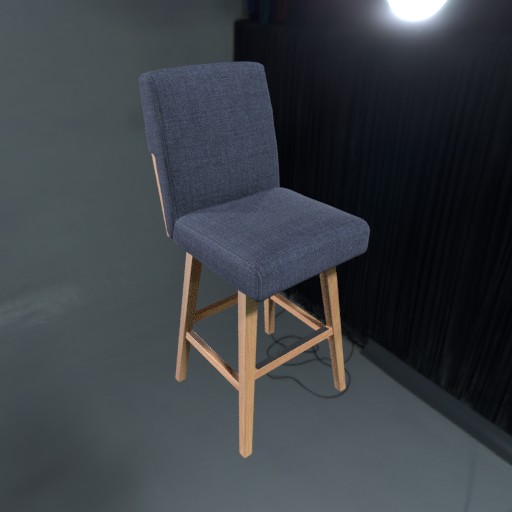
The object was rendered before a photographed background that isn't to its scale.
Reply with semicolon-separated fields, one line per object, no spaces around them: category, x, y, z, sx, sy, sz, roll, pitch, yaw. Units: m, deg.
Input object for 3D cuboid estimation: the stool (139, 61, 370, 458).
stool;0.000;0.000;1.445;0.483;1.112;0.570;-22;36;-33
